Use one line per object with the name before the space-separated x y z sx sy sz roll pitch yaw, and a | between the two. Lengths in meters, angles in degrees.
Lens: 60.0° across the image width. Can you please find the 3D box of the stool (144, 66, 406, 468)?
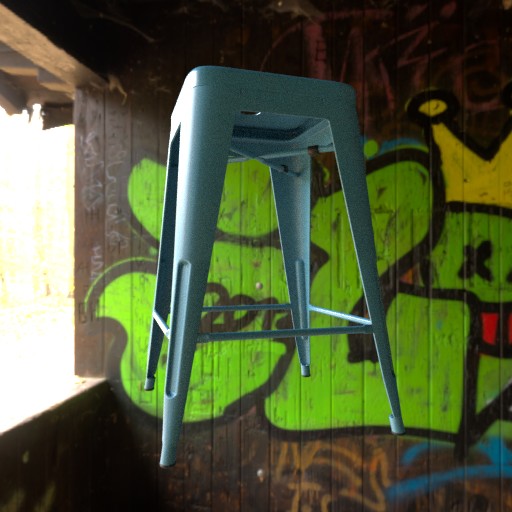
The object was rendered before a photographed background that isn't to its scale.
stool | 0.000 0.000 0.882 0.410 0.608 0.410 0 0 -17
